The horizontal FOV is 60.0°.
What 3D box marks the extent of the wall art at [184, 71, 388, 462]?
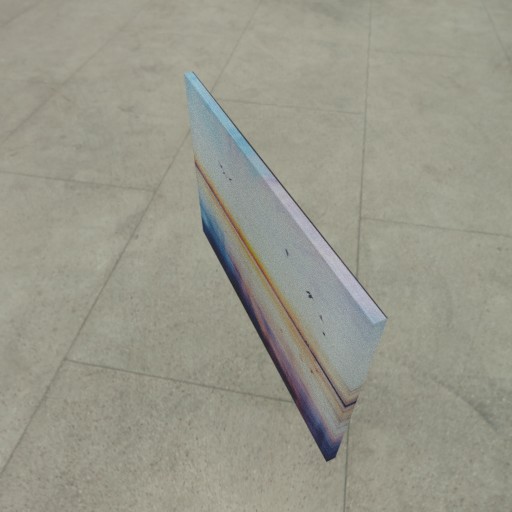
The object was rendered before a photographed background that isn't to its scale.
[{"bbox_3d":[0.000,0.000,0.776,0.018,0.402,0.604,-18,50,-16],"label":"wall art"}]
